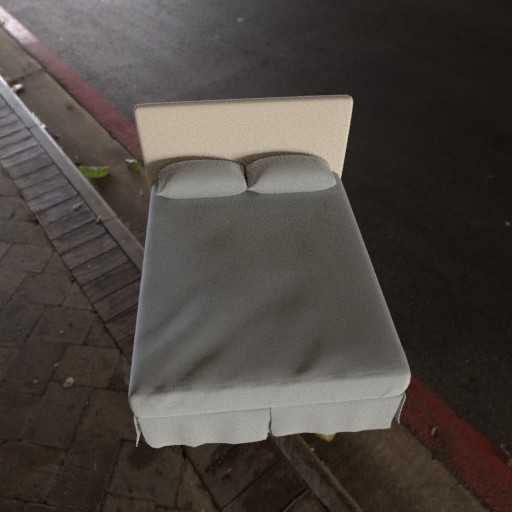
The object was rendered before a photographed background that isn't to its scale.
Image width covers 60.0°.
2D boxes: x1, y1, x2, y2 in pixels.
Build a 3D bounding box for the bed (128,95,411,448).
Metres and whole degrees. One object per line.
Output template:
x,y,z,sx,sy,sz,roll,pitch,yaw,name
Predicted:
0.000,0.000,3.161,1.748,1.330,2.142,-4,47,-4,bed
